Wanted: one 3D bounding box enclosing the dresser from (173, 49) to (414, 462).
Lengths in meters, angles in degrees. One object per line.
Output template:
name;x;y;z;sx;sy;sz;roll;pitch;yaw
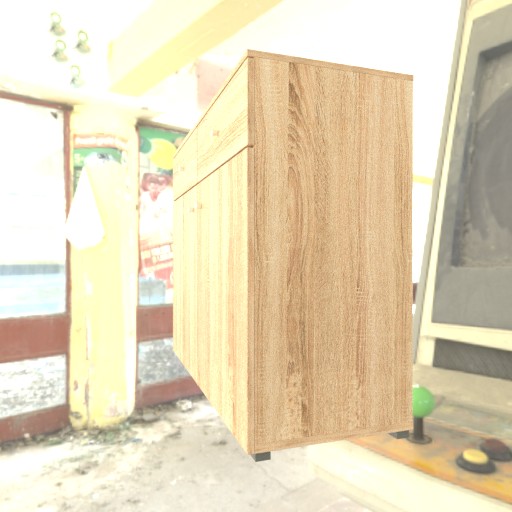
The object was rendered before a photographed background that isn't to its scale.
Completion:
dresser;0.000;0.000;1.546;0.450;0.900;1.100;0;0;-19
